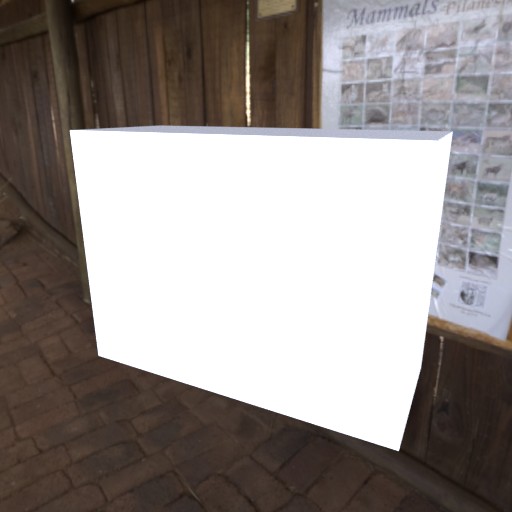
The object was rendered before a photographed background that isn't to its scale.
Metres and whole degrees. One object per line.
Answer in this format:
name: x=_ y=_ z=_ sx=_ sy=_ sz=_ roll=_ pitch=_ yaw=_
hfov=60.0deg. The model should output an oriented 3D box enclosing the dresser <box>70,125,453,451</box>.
dresser: x=0.000 y=0.000 z=1.507 sx=1.100 sy=0.820 sz=0.460 roll=9 pitch=20 yaw=25
